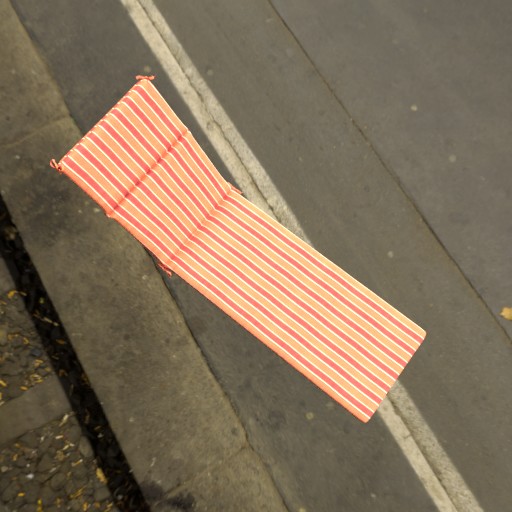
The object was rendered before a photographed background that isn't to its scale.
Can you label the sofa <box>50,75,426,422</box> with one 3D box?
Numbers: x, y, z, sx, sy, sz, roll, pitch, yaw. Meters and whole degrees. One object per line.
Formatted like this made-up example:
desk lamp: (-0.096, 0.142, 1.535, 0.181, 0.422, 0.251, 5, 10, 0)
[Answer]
sofa: (0.000, 0.000, 1.933, 1.663, 0.622, 0.582, 37, 78, 9)
